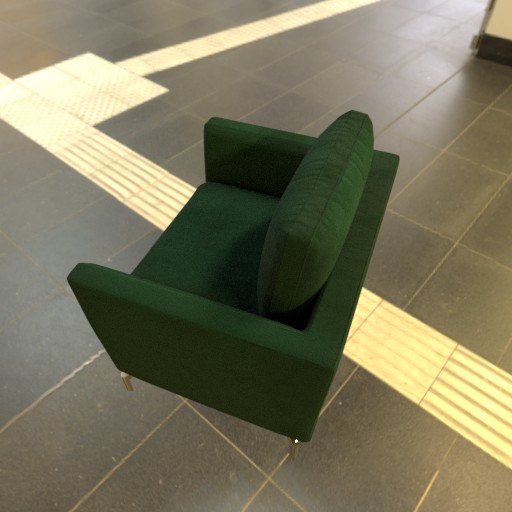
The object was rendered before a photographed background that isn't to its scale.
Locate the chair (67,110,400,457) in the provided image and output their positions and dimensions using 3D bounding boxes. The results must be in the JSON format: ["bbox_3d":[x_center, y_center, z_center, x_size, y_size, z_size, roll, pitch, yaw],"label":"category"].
[{"bbox_3d":[0.000,0.000,1.742,0.852,0.997,1.047,16,49,15],"label":"chair"}]
